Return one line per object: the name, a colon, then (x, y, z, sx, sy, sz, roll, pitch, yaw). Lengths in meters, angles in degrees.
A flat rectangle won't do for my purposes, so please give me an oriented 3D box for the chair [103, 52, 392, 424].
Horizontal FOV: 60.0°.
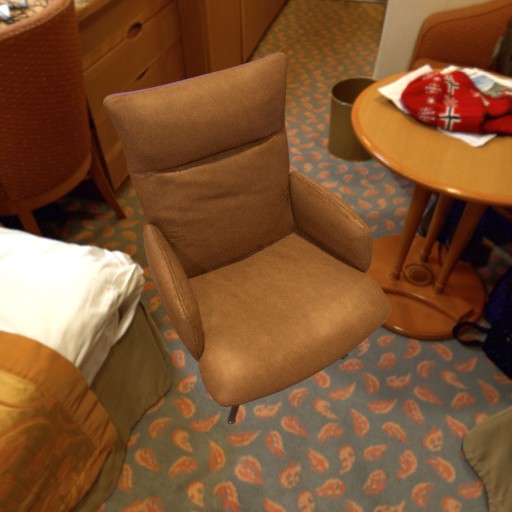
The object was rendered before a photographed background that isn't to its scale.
chair: (0.000, 0.000, 1.519, 0.711, 1.027, 0.794, -24, 51, -21)
